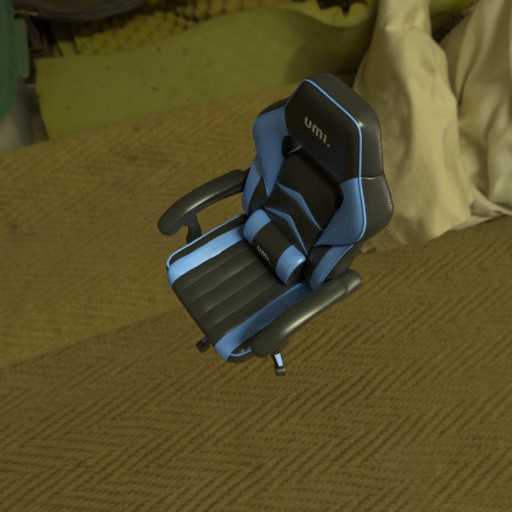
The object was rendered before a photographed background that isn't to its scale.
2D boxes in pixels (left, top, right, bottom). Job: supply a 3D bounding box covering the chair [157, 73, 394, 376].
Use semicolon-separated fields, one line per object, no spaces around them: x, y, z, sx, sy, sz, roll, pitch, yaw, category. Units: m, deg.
0.000;0.000;1.697;0.700;1.280;0.700;-35;69;-15;chair
